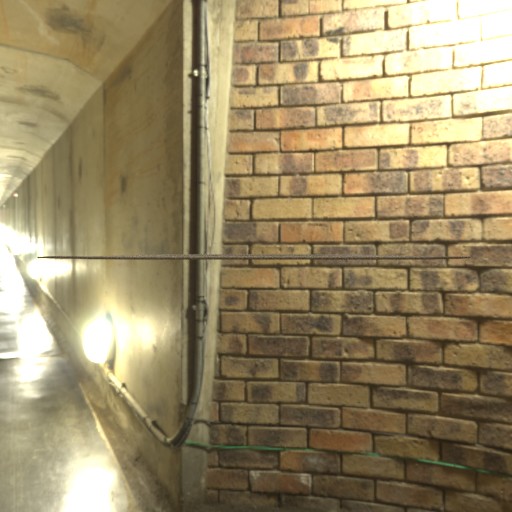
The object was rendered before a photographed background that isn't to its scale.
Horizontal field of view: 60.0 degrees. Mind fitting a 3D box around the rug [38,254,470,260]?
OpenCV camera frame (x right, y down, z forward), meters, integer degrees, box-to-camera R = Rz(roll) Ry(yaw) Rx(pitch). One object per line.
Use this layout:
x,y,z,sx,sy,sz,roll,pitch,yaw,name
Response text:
0.000,0.000,4.019,2.451,0.026,3.069,0,1,1,rug
